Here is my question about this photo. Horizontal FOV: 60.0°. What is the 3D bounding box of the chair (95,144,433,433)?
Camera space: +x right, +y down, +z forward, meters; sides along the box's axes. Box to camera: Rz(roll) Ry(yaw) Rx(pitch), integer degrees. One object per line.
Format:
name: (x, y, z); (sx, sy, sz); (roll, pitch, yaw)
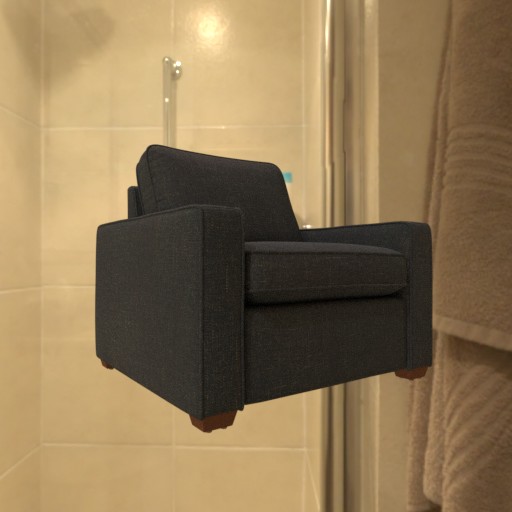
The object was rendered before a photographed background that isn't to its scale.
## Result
chair: (0.000, 0.000, 1.752); (1.017, 0.919, 0.940); (0, -1, -35)
